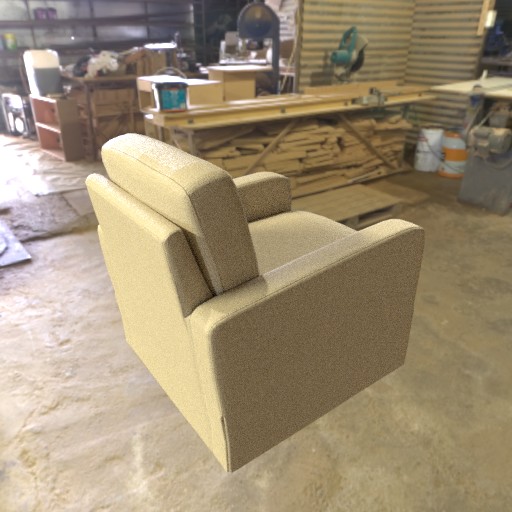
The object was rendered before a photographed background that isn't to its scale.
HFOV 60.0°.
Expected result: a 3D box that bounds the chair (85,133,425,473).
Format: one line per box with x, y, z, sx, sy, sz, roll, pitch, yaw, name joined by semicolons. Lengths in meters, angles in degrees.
0.000;0.000;1.500;0.888;0.827;0.755;-19;32;-32;chair
